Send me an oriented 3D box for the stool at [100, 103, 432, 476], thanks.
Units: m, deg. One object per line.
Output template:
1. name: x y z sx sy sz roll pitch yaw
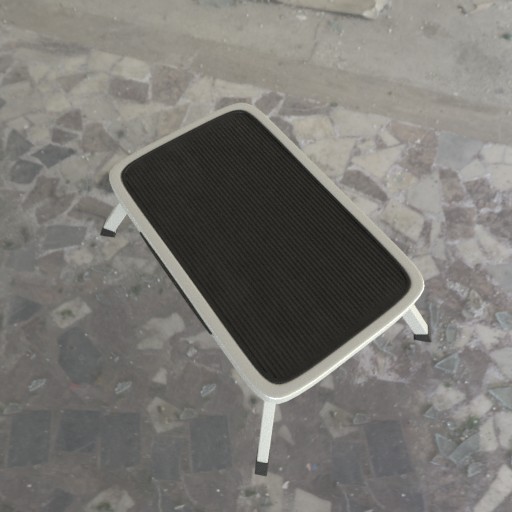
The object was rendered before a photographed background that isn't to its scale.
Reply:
1. stool: 0.000 0.000 0.622 0.320 0.170 0.460 -32 66 -16
